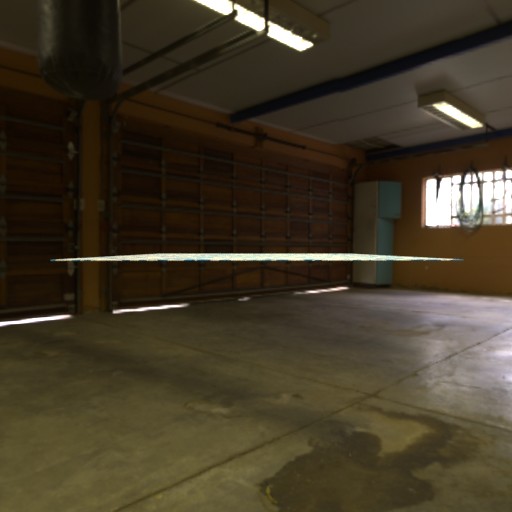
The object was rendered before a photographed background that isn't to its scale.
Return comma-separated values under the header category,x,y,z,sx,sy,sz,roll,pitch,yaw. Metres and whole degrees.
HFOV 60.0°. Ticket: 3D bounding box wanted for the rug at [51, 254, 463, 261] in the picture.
category,x,y,z,sx,sy,sz,roll,pitch,yaw
rug,0.000,0.000,4.108,2.435,0.007,3.007,0,1,0
